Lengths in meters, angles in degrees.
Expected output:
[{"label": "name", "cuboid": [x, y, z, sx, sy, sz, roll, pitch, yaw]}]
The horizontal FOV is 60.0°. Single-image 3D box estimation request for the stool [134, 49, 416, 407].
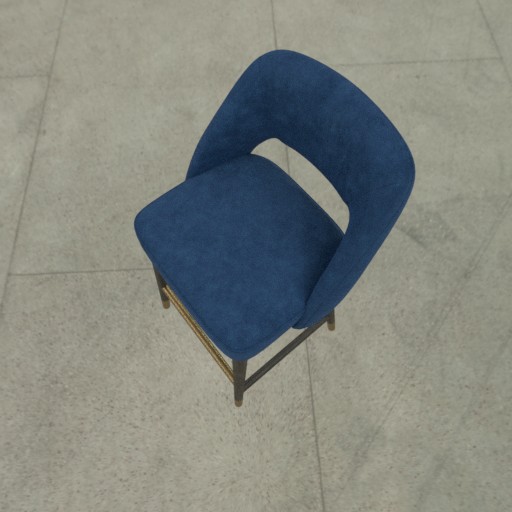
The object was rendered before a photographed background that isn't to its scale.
[{"label": "stool", "cuboid": [0.000, 0.000, 1.226, 0.524, 0.925, 0.536, -35, 69, -16]}]
